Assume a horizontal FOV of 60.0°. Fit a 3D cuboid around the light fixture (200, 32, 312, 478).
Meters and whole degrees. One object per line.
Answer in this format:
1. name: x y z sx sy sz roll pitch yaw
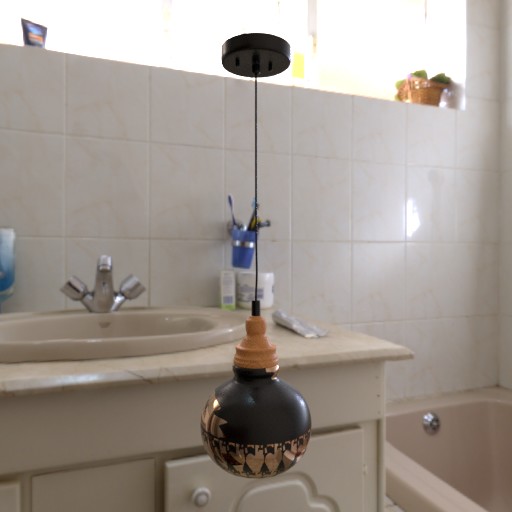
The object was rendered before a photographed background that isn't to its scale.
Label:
1. light fixture: 0.000 0.000 1.729 0.430 1.606 0.430 0 0 -17
